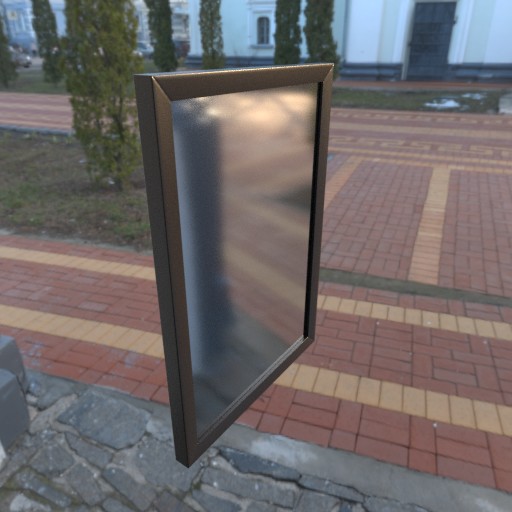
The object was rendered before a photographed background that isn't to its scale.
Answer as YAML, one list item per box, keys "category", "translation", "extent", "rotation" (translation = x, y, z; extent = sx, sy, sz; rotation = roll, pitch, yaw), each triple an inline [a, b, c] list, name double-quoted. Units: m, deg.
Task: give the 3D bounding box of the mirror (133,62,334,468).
- category: "mirror"
  translation: [0.000, 0.000, 0.906]
  extent: [0.040, 0.710, 0.507]
  rotation: [17, 30, 32]
